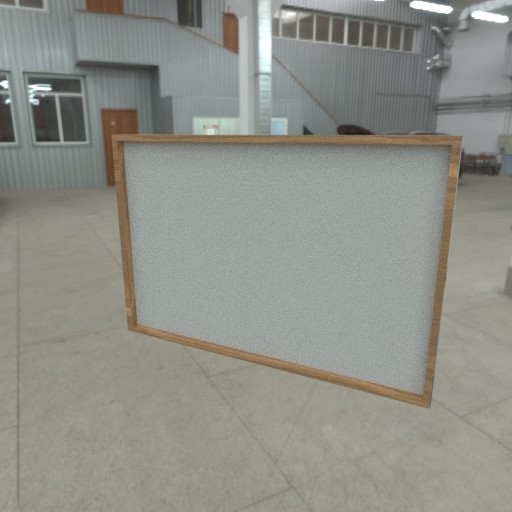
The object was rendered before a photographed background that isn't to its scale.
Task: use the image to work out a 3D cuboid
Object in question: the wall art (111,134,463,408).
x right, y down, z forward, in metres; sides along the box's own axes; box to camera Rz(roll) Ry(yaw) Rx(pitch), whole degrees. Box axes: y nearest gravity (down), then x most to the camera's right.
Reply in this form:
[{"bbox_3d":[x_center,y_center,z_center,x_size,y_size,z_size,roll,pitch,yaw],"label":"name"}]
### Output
[{"bbox_3d":[0.000,0.000,0.762,0.604,0.402,0.018,8,17,26],"label":"wall art"}]
